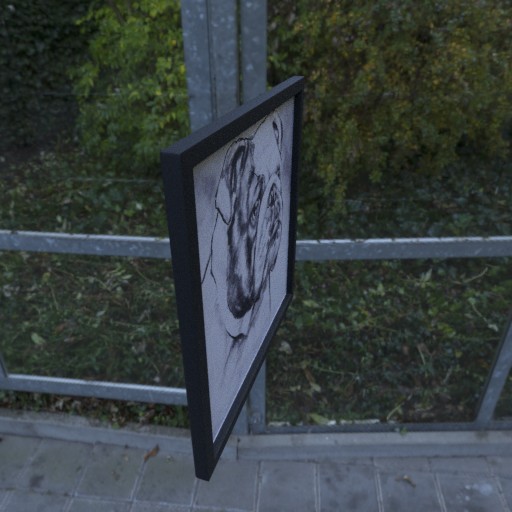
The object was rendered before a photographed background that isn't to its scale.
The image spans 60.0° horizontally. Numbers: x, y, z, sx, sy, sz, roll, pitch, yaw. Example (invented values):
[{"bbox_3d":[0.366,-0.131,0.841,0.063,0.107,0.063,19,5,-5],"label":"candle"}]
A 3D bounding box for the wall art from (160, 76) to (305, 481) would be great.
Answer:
[{"bbox_3d":[0.000,0.000,0.675,0.022,0.453,0.456,10,31,16],"label":"wall art"}]
